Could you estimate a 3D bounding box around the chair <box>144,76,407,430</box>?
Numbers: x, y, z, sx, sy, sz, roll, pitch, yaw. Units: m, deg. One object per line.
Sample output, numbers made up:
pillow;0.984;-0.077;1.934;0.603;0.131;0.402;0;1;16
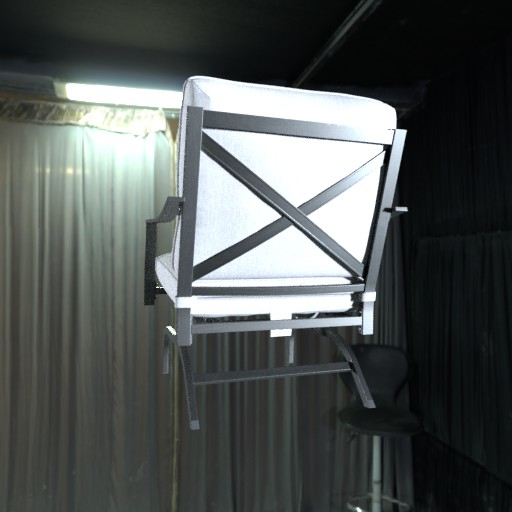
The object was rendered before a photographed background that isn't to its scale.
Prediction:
chair;0.000;0.000;1.431;0.650;0.860;0.787;0;-1;-19
